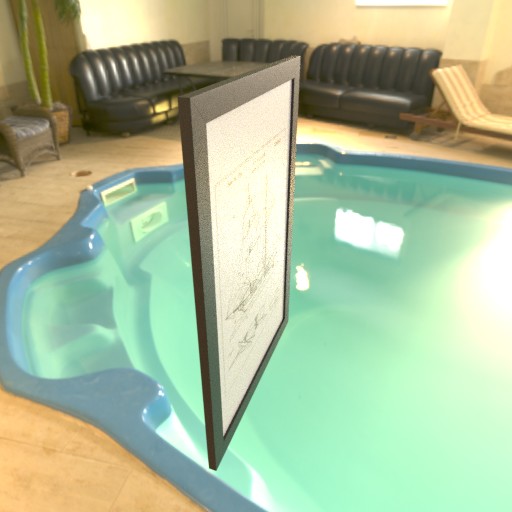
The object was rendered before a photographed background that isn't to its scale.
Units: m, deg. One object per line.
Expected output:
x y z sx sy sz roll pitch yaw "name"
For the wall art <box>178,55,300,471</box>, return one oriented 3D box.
0.000 0.000 0.686 0.013 0.534 0.381 10 31 17 "wall art"
